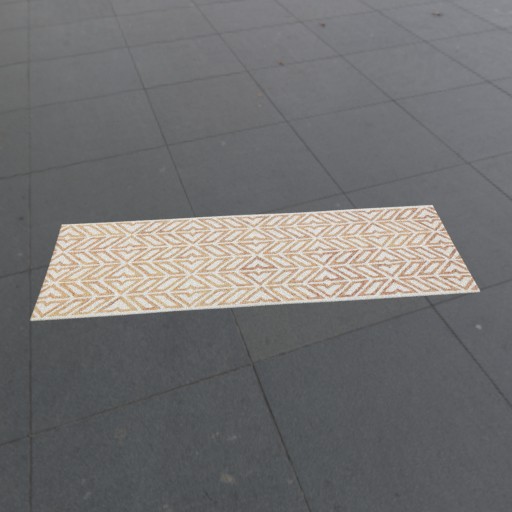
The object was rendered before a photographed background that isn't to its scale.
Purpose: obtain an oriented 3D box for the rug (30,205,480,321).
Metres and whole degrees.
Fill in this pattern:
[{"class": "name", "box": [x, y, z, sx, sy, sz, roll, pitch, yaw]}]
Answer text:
[{"class": "rug", "box": [0.000, 0.000, 2.646, 2.435, 0.009, 0.750, -3, 46, -3]}]
